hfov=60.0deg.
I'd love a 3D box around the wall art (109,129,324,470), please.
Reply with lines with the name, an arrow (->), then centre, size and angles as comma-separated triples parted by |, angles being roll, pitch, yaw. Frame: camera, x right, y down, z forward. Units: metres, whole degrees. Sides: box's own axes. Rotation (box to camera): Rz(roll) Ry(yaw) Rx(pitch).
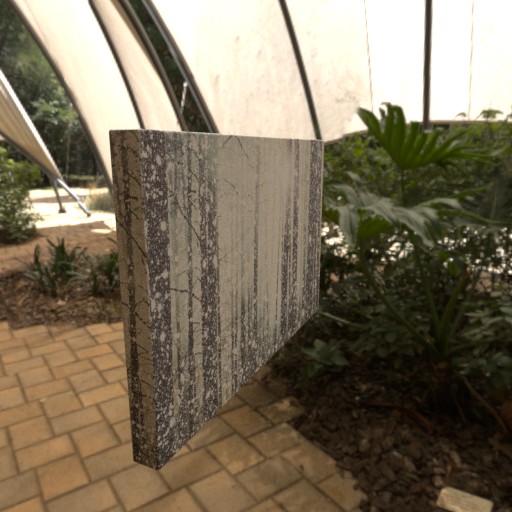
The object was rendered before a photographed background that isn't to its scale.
wall art -> 0.000, 0.000, 0.766 | 0.042, 0.398, 0.618 | 7, 15, 25
